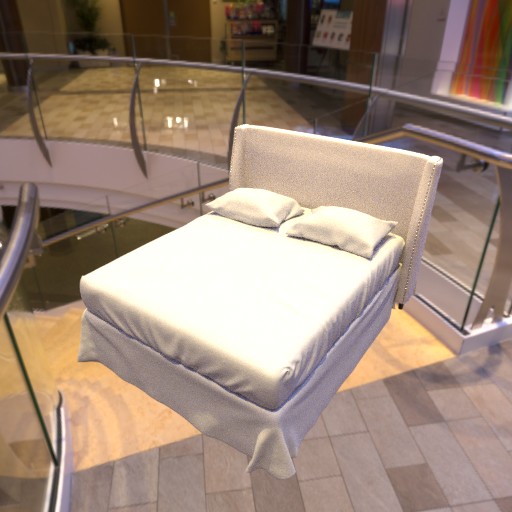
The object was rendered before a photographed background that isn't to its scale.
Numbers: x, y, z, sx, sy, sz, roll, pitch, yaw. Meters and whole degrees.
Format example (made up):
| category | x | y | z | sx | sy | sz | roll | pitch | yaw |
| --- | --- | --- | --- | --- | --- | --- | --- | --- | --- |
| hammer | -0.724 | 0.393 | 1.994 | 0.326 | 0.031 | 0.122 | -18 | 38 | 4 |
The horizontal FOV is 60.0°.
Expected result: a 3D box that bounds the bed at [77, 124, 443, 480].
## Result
| category | x | y | z | sx | sy | sz | roll | pitch | yaw |
| --- | --- | --- | --- | --- | --- | --- | --- | --- | --- |
| bed | 0.000 | 0.000 | 3.358 | 1.925 | 1.332 | 2.276 | 19 | 35 | 30 |
